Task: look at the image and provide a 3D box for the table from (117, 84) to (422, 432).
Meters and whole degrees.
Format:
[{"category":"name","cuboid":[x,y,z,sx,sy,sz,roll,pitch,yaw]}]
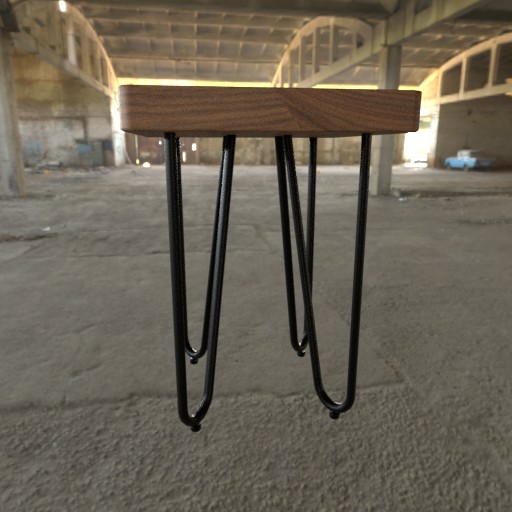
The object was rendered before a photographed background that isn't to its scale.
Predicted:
[{"category":"table","cuboid":[0.000,0.000,0.974,0.479,0.641,0.480,-2,14,-8]}]
